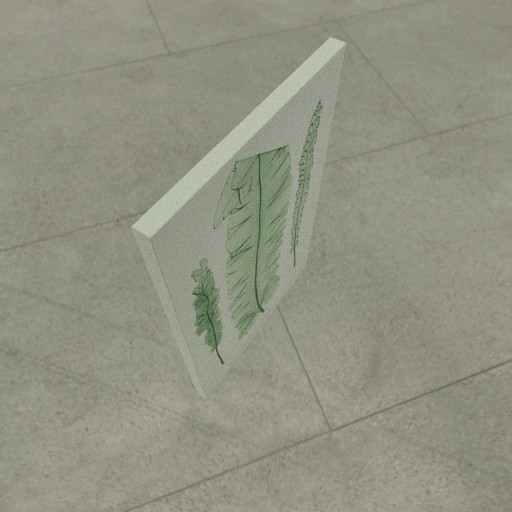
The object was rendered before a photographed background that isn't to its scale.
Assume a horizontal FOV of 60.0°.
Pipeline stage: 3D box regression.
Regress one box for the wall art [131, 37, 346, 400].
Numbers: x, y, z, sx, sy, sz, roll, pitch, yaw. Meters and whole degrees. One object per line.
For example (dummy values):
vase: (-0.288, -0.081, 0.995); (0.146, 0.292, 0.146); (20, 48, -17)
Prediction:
wall art: (0.000, 0.000, 1.189); (0.038, 0.914, 0.610); (30, 62, 18)
